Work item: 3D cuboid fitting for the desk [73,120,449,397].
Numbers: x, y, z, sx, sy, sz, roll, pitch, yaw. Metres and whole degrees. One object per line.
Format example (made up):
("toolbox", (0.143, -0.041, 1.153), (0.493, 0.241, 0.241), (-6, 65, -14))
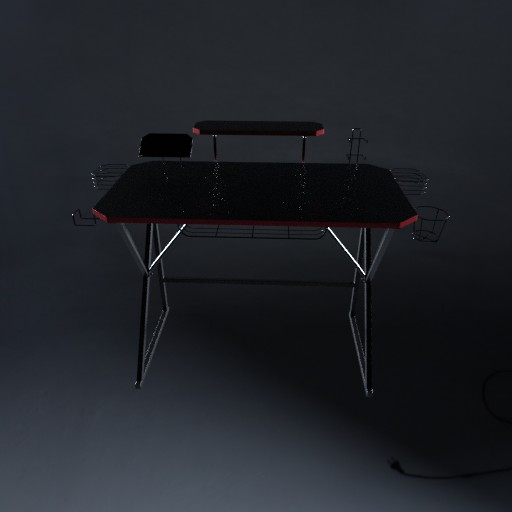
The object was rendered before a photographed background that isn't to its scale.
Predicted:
("desk", (0.000, 0.000, 1.742), (1.280, 0.913, 0.588), (1, 30, 2))
